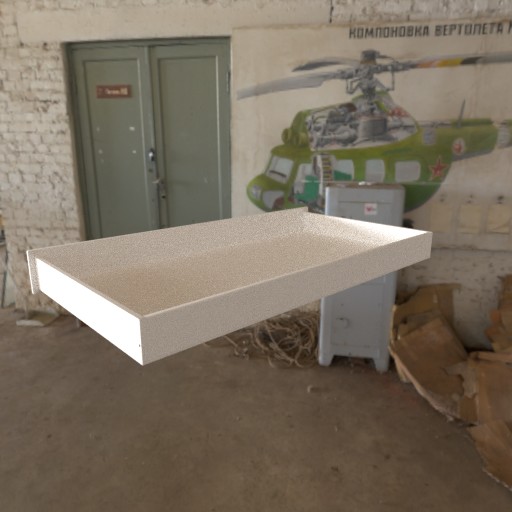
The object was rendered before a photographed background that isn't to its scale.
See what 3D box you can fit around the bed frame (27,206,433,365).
[{"bbox_3d":[0.000,0.000,1.566,1.300,0.141,0.670,-14,20,-41],"label":"bed frame"}]
